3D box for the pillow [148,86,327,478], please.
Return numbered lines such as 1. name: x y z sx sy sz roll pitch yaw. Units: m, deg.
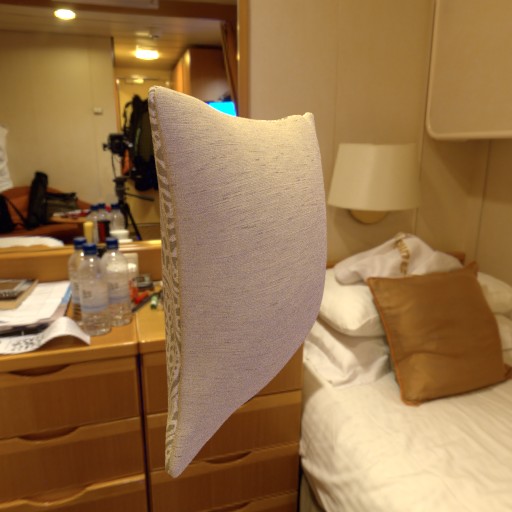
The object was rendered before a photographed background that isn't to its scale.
1. pillow: 0.000 0.000 0.637 0.167 0.421 0.438 7 15 26
